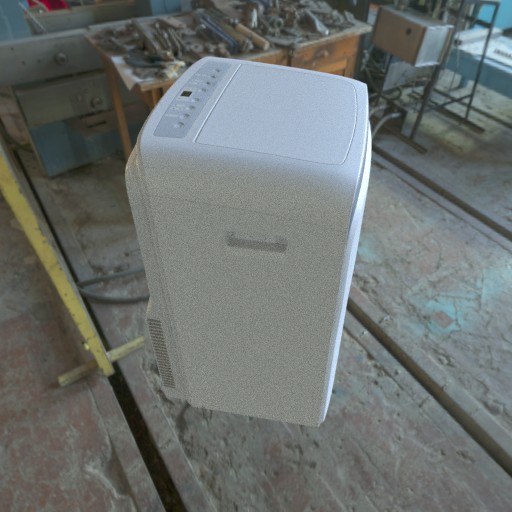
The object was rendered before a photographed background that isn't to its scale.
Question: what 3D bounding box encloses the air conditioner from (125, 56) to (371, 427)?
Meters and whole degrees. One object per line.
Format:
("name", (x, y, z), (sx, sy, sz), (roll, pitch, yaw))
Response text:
("air conditioner", (0.000, 0.000, 1.040), (0.467, 0.765, 0.478), (9, 46, 9))
